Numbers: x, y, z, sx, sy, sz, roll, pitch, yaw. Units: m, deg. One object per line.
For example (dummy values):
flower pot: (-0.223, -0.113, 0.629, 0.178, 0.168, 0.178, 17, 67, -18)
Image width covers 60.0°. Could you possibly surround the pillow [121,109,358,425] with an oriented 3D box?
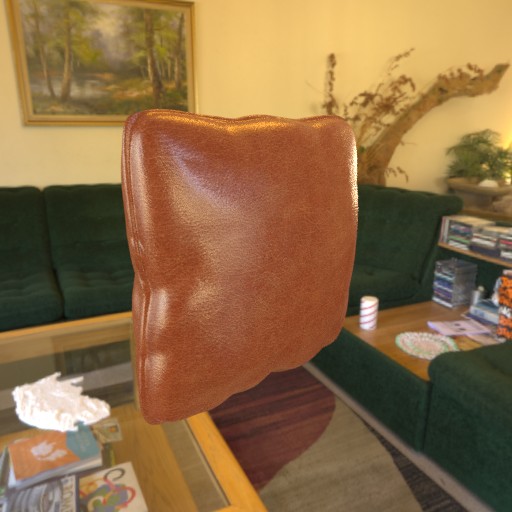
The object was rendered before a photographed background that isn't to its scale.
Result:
pillow: (0.000, 0.000, 0.849, 0.532, 0.523, 0.236, -15, 22, -41)
